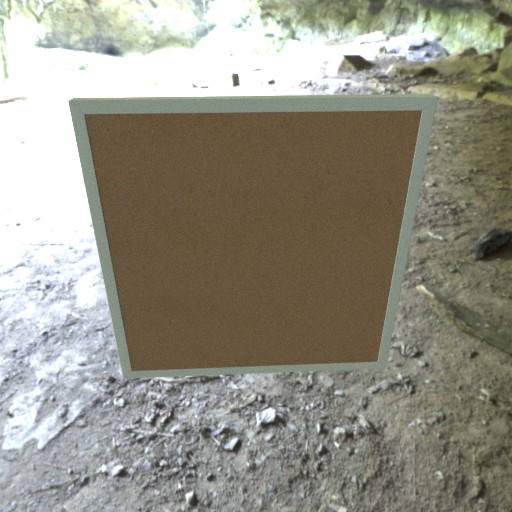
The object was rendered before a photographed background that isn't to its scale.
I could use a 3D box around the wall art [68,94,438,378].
[{"bbox_3d":[0.000,0.000,1.110,0.760,0.760,0.036,-2,29,-3],"label":"wall art"}]
